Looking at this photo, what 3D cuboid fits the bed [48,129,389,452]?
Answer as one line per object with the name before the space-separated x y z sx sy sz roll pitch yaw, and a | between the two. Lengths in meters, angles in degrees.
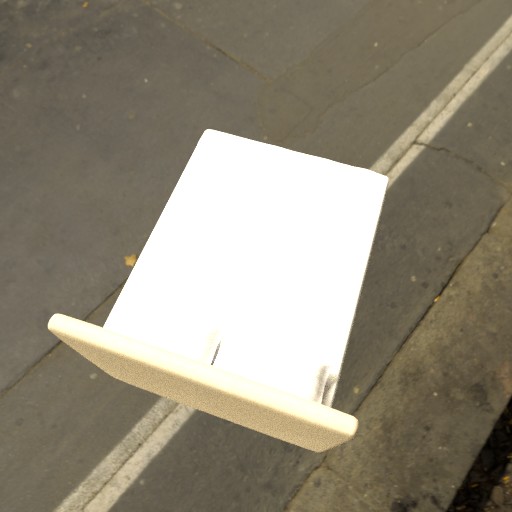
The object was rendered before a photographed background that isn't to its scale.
bed | 0.000 0.000 3.194 1.723 1.330 2.142 17 64 8
